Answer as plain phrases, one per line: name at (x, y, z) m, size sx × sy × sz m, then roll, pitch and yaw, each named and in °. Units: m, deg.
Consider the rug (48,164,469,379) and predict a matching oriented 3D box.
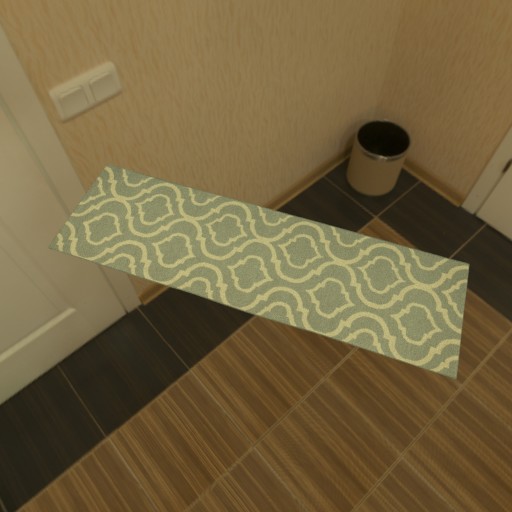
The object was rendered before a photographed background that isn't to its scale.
rug at (0.000, 0.000, 2.492) m, size 2.275 × 0.009 × 0.684 m, roll 17°, pitch 60°, yaw 10°
